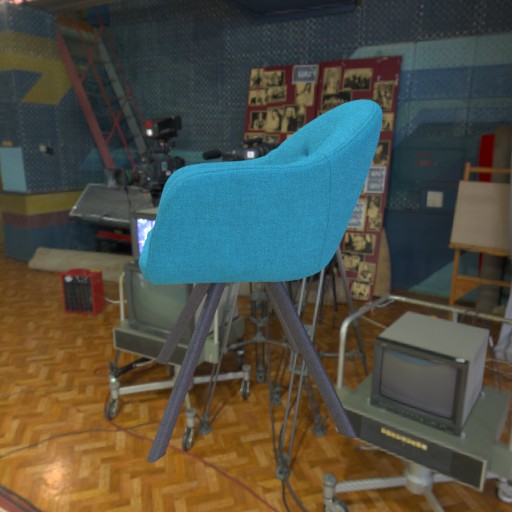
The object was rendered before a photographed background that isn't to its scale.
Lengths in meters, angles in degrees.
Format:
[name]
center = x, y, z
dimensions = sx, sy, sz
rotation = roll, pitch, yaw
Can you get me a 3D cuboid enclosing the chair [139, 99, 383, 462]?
[chair]
center = 0.000, 0.000, 1.143
dimensions = 0.565, 0.775, 0.545
rotation = -2, 14, -10
